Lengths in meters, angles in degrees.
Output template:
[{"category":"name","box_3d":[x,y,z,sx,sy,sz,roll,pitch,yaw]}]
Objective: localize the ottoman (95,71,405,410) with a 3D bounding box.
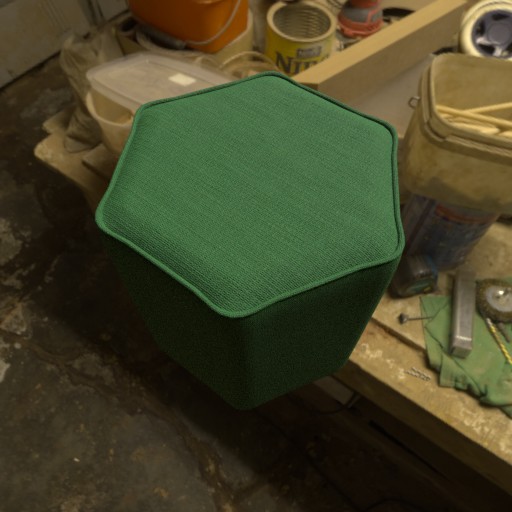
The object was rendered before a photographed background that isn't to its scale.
[{"category":"ottoman","box_3d":[0.000,0.000,0.876,0.499,0.507,0.444,33,63,19]}]
